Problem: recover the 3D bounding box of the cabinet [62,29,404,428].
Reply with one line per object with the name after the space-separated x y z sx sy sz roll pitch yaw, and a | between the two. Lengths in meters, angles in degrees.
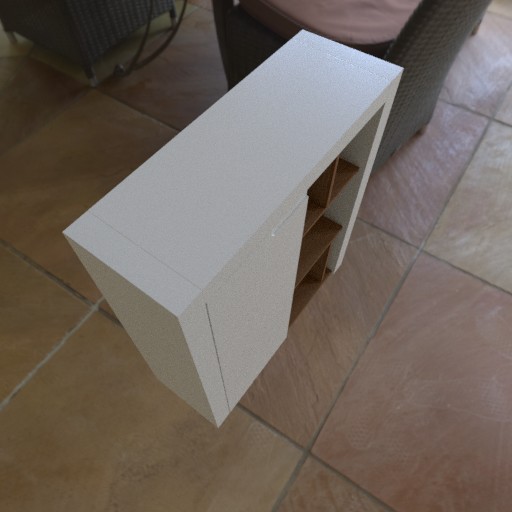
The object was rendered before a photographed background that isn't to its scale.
0.000 0.000 1.636 0.348 1.150 0.990 32 64 18 | cabinet
